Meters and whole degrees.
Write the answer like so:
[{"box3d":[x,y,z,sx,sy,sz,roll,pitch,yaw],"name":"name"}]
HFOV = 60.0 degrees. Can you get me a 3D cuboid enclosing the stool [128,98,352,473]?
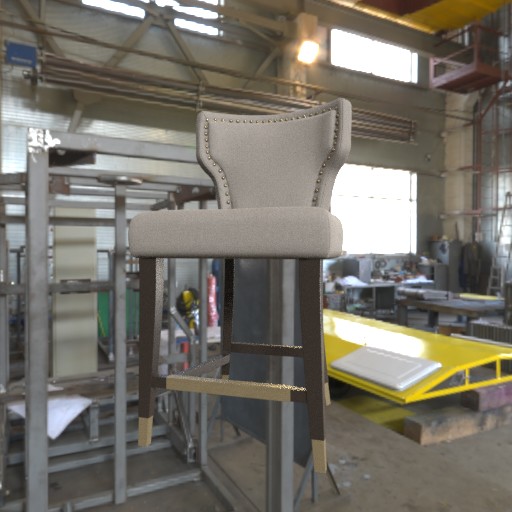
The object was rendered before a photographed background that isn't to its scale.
[{"box3d":[0.000,0.000,1.310,0.527,0.982,0.563,0,1,17],"name":"stool"}]
